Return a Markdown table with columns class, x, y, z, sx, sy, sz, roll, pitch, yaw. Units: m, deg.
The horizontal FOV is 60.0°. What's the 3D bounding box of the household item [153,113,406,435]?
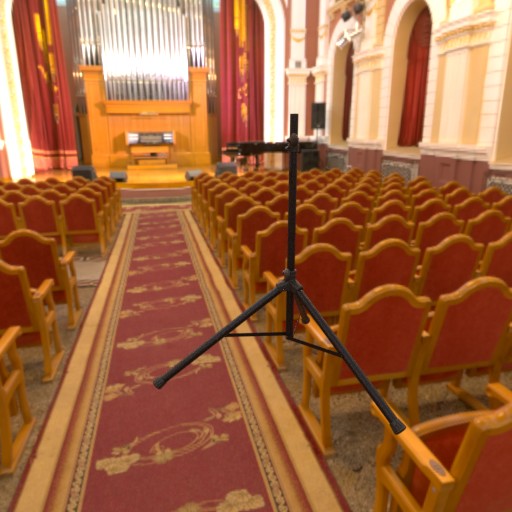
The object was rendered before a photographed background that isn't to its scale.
| class | x | y | z | sx | sy | sz | roll | pitch | yaw |
| --- | --- | --- | --- | --- | --- | --- | --- | --- | --- |
| household item | 0.000 | 0.000 | 1.853 | 0.907 | 1.136 | 1.045 | -3 | 16 | -12 |
